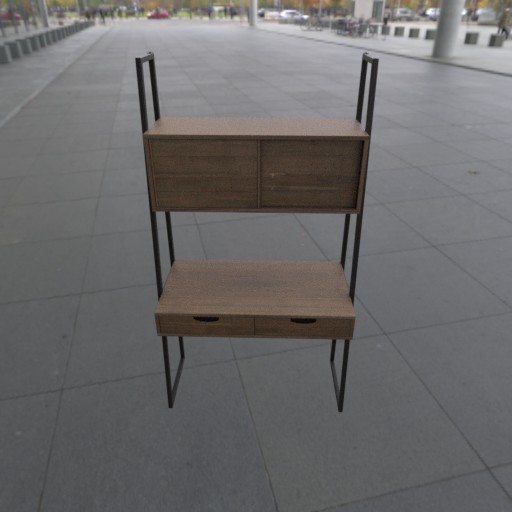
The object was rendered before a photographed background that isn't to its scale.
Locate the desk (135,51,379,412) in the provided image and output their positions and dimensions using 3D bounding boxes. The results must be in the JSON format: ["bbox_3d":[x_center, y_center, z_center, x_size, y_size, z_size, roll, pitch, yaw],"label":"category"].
[{"bbox_3d":[0.000,0.000,2.202,0.982,1.809,0.515,1,29,1],"label":"desk"}]
